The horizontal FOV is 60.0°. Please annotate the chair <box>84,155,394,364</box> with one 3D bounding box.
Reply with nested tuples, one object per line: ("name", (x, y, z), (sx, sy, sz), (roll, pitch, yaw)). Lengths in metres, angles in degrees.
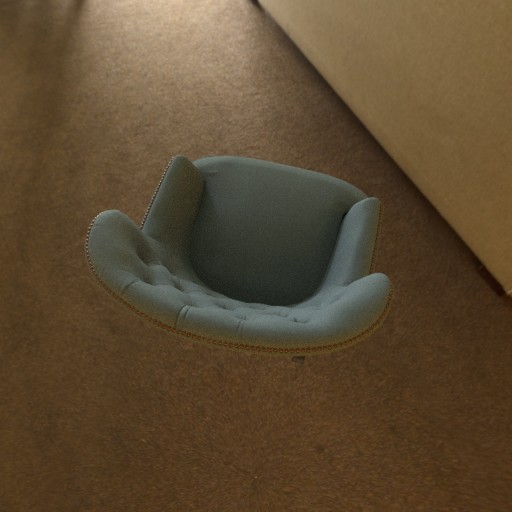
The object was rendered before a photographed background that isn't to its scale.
("chair", (0.000, 0.000, 1.617), (0.848, 0.868, 0.906), (14, 64, 7))
